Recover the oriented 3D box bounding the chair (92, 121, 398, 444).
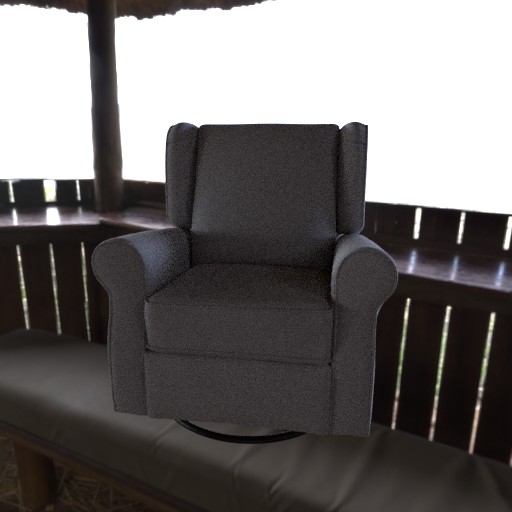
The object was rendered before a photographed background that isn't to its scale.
[{"bbox_3d":[0.000,0.000,1.634,0.906,0.966,0.854,2,15,9],"label":"chair"}]
